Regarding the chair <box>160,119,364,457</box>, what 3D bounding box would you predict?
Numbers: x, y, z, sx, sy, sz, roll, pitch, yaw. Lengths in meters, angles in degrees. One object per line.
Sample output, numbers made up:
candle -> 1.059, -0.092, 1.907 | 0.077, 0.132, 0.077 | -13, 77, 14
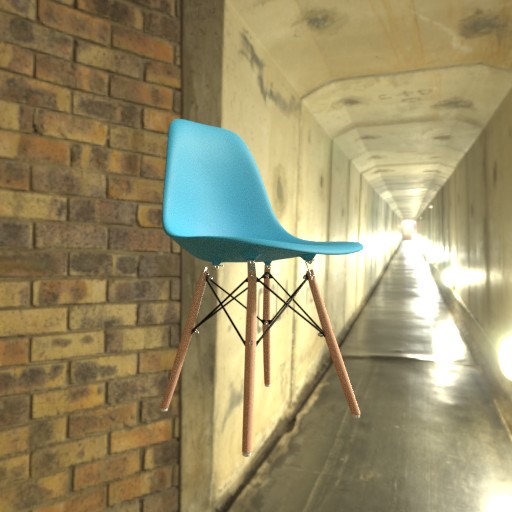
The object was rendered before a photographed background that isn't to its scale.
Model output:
chair -> 0.000, 0.000, 1.175 | 0.470, 0.826, 0.531 | 0, -1, -39
